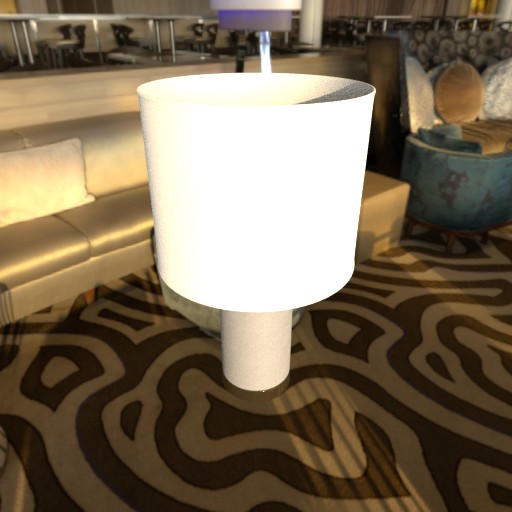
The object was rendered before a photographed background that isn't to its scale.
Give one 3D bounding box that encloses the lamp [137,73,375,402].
[{"bbox_3d":[0.000,0.000,0.525,0.229,0.380,0.229,0,28,0],"label":"lamp"}]
